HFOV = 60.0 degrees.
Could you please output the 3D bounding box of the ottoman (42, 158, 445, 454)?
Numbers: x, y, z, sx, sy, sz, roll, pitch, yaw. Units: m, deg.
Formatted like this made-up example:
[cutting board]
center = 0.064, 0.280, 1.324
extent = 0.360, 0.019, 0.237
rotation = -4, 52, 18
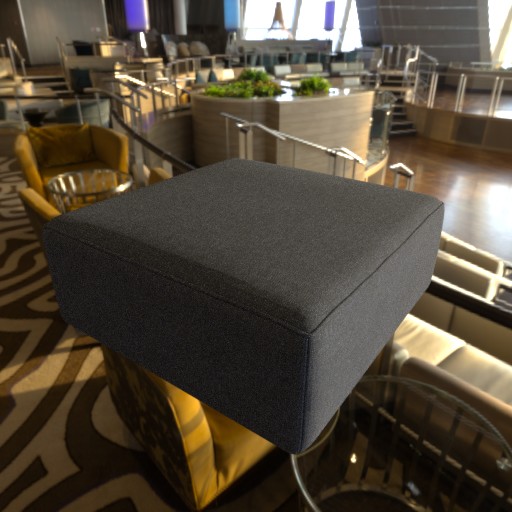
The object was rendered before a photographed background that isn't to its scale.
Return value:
[ottoman]
center = 0.000, 0.000, 1.558
extent = 1.000, 0.439, 1.000
rotation = 18, 32, 32
